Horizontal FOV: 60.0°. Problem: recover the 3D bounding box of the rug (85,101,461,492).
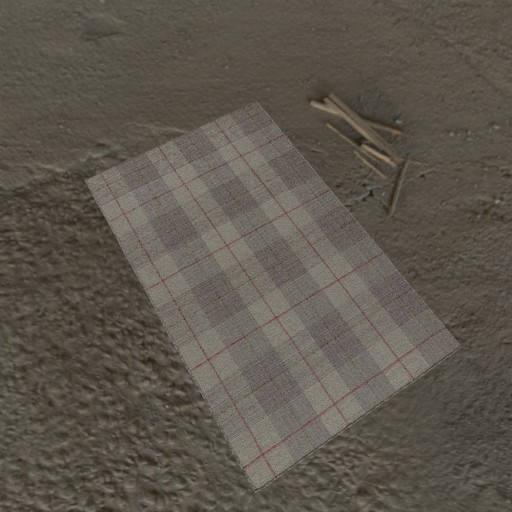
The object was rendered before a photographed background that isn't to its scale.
[{"bbox_3d":[0.000,0.000,3.073,1.549,0.010,2.464,-29,67,-14],"label":"rug"}]
